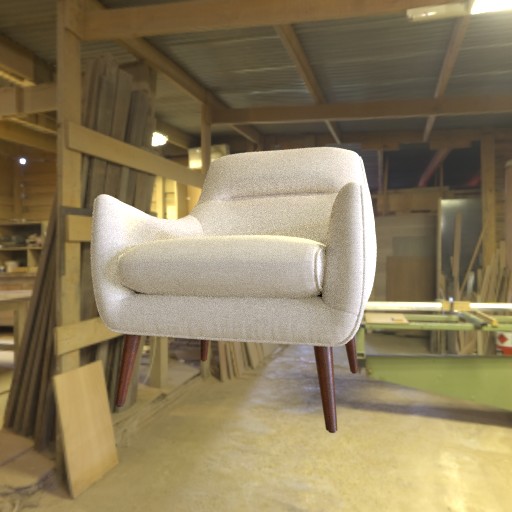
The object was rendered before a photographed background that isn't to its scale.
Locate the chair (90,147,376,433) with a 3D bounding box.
[{"bbox_3d":[0.000,0.000,1.455,0.762,0.838,0.787,0,0,18],"label":"chair"}]
